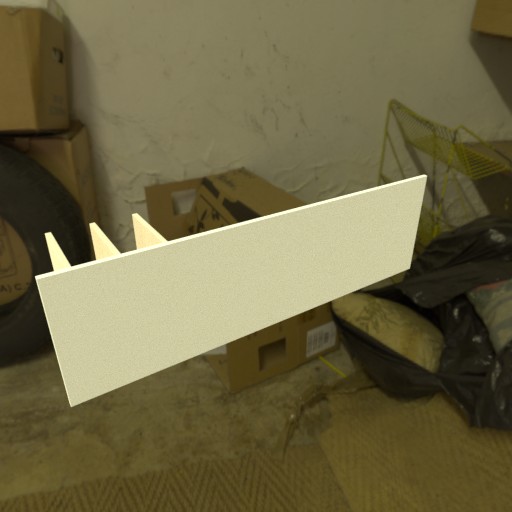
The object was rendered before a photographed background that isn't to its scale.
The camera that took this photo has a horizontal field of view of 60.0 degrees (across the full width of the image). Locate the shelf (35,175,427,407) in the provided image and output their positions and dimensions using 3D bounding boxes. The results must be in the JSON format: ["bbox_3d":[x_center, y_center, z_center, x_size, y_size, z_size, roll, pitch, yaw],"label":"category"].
[{"bbox_3d":[0.000,0.000,1.140,1.020,0.300,0.200,-17,33,-29],"label":"shelf"}]
